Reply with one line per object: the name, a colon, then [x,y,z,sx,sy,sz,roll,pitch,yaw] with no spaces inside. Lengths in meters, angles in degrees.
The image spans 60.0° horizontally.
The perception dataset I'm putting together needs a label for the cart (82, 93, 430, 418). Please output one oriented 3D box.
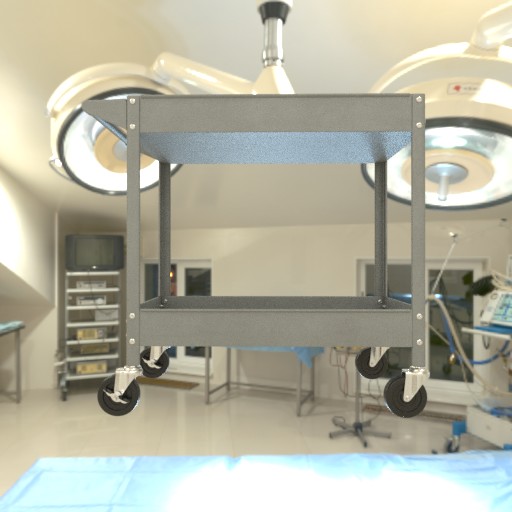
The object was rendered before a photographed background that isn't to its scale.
cart: [0.000,0.000,1.148,0.779,0.719,0.366,0,0,1]
